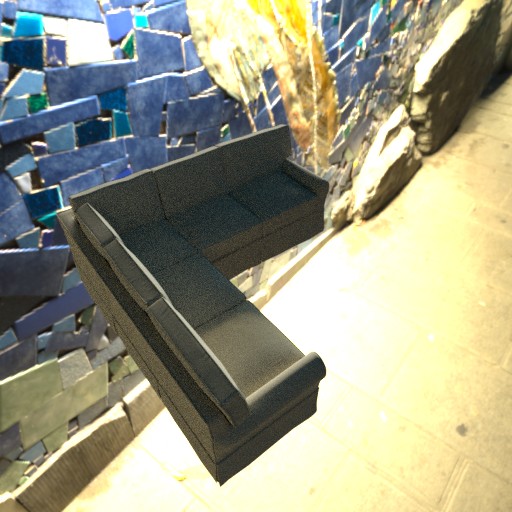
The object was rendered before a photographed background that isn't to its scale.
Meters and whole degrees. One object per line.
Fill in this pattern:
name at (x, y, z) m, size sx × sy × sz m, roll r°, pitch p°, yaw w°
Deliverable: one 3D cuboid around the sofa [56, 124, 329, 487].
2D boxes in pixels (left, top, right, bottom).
sofa at (0.000, 0.000, 4.016) m, size 2.597 × 1.070 × 2.591 m, roll -27°, pitch 48°, yaw -27°
